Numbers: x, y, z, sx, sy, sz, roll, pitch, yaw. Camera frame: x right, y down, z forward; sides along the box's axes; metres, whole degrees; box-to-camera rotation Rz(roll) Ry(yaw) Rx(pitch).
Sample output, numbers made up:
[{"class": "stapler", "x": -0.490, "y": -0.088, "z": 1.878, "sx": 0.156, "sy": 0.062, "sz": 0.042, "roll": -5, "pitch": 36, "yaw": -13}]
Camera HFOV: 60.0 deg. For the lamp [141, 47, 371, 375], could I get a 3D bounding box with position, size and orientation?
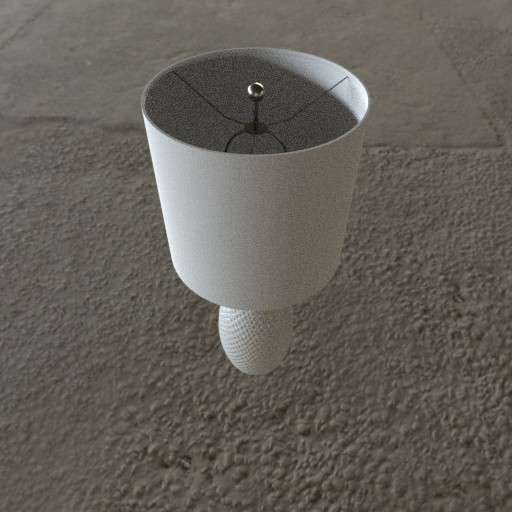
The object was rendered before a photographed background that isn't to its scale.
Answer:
[{"class": "lamp", "x": 0.000, "y": 0.000, "z": 0.583, "sx": 0.214, "sy": 0.466, "sz": 0.214, "roll": 3, "pitch": 46, "yaw": 3}]
